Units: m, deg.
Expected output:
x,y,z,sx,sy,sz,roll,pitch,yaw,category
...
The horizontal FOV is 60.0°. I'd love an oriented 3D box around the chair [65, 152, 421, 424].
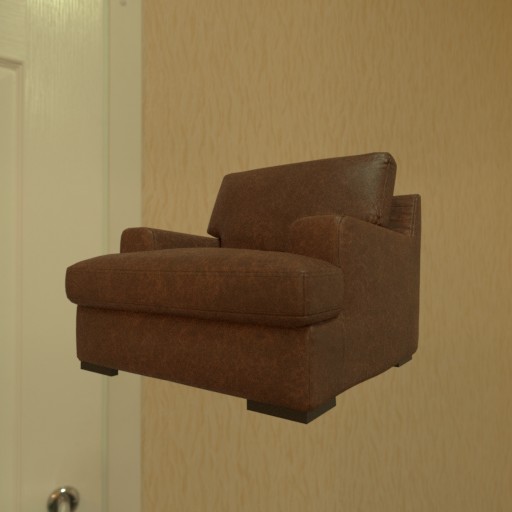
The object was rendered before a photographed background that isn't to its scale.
x,y,z,sx,sy,sz,roll,pitch,yaw,category
0.000,0.000,1.942,1.168,0.939,1.143,0,-1,36,chair
